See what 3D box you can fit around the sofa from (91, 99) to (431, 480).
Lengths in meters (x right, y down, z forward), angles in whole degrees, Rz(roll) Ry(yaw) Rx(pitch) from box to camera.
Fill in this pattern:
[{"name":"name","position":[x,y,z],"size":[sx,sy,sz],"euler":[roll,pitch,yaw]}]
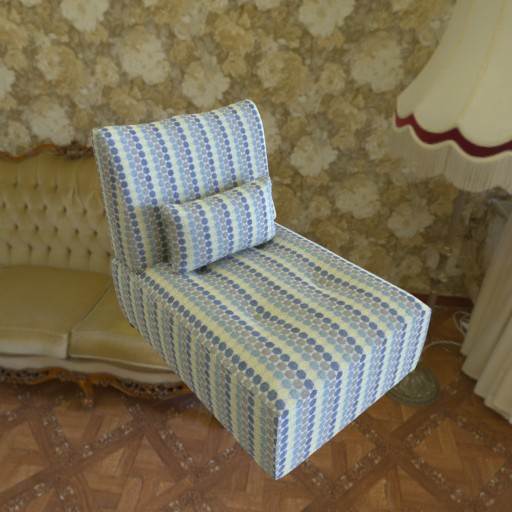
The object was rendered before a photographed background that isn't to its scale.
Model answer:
[{"name":"sofa","position":[0.000,0.000,1.550],"size":[0.700,0.820,1.000],"euler":[-24,39,-33]}]
